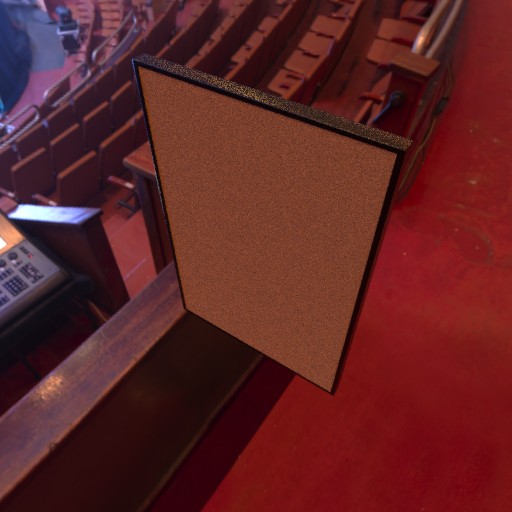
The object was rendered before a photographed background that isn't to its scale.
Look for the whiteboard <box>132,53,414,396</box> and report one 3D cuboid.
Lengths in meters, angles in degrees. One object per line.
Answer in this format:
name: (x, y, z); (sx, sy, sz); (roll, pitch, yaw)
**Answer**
whiteboard: (0.000, 0.000, 0.788); (0.406, 0.611, 0.026); (26, 53, 22)
